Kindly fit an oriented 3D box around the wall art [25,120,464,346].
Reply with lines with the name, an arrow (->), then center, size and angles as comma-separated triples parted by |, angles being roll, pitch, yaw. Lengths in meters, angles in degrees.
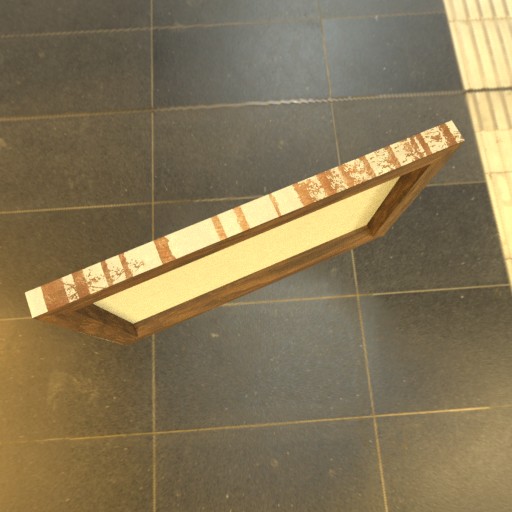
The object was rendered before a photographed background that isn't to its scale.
wall art -> 0.000, 0.000, 0.772 | 0.609, 0.405, 0.035 | -23, 75, -6
